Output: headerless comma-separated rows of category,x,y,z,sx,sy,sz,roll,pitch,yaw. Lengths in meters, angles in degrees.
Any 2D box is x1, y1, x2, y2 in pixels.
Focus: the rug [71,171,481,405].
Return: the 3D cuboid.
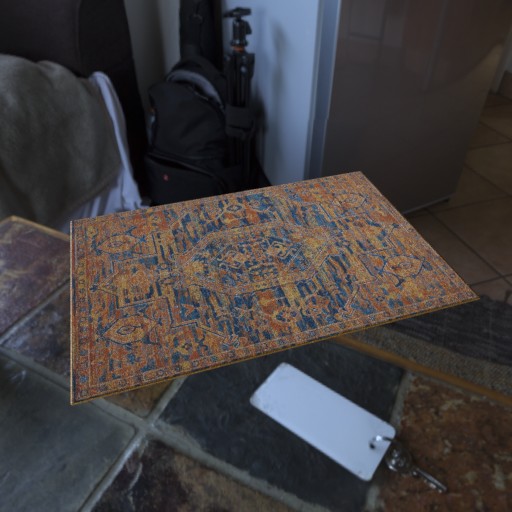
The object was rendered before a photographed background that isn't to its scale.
rug,0.000,0.000,2.201,1.758,0.013,1.148,-12,43,-13
